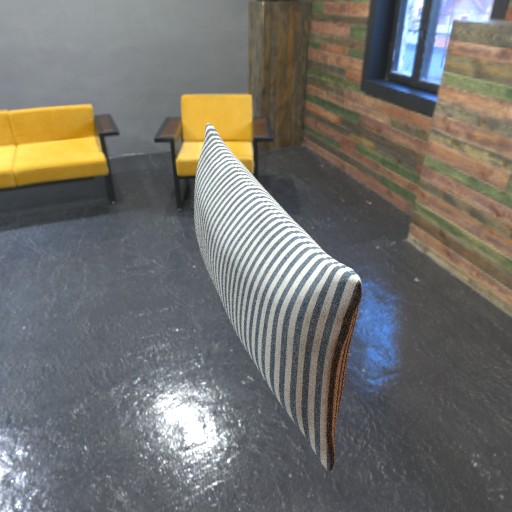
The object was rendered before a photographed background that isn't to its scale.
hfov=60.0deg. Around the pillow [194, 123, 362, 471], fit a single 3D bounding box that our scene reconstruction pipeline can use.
[{"bbox_3d":[0.000,0.000,0.740,0.151,0.295,0.617,-10,32,-16],"label":"pillow"}]
